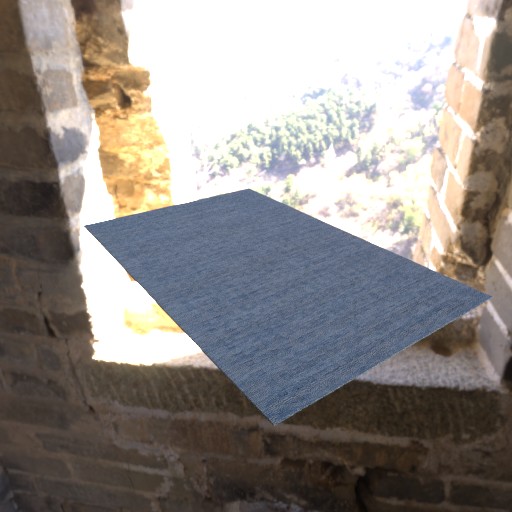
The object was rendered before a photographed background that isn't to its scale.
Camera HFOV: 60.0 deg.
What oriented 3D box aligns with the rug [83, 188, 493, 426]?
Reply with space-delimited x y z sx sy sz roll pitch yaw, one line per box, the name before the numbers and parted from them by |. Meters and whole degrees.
rug | 0.000 0.000 2.164 1.142 0.006 1.752 -18 32 -31
